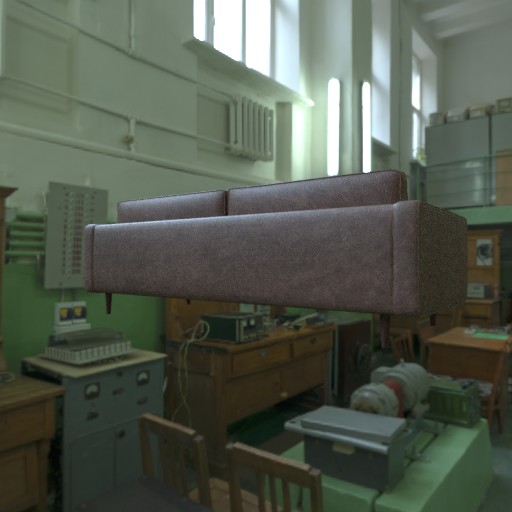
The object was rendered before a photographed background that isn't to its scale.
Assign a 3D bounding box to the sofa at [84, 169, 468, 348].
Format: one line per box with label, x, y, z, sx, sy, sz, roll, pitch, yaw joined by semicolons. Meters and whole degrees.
sofa;0.000;0.000;2.673;2.210;0.762;0.914;0;0;36
